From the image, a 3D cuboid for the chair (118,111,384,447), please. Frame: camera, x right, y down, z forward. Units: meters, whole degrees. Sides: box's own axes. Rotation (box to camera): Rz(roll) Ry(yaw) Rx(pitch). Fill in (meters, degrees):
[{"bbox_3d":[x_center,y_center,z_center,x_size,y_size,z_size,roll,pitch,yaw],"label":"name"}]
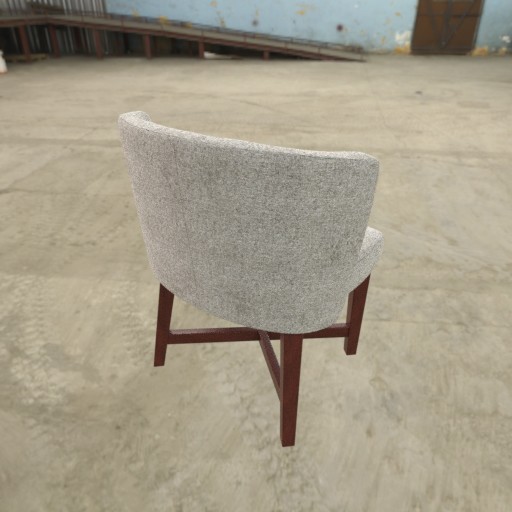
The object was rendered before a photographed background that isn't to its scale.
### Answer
[{"bbox_3d":[0.000,0.000,1.302,0.728,0.827,0.575,20,35,31],"label":"chair"}]
